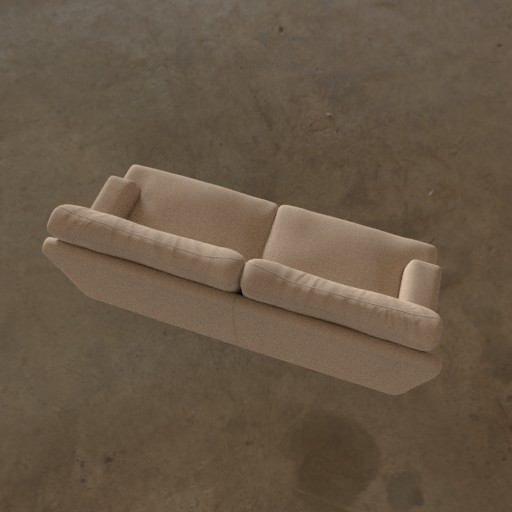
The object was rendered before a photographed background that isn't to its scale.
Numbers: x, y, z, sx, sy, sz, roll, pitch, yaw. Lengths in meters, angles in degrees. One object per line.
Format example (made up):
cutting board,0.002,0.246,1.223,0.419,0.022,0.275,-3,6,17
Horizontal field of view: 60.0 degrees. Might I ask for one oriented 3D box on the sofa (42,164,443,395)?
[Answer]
sofa,0.000,0.000,2.673,2.147,0.925,0.929,16,65,8
